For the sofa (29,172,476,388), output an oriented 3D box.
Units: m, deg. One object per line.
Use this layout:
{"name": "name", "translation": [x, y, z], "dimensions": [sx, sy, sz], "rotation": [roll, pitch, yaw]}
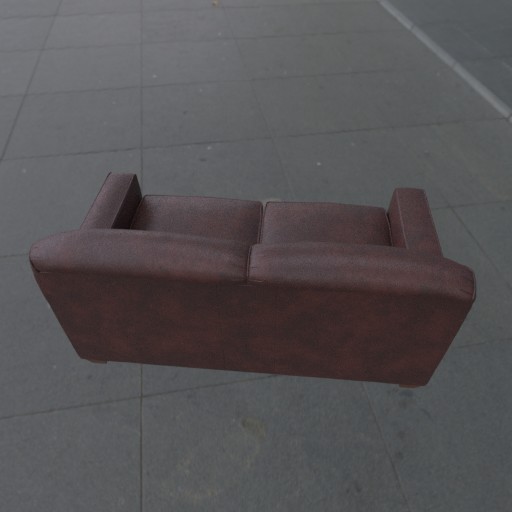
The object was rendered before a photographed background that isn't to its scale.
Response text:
{"name": "sofa", "translation": [0.000, 0.000, 2.375], "dimensions": [1.856, 0.966, 1.000], "rotation": [4, 47, 3]}
